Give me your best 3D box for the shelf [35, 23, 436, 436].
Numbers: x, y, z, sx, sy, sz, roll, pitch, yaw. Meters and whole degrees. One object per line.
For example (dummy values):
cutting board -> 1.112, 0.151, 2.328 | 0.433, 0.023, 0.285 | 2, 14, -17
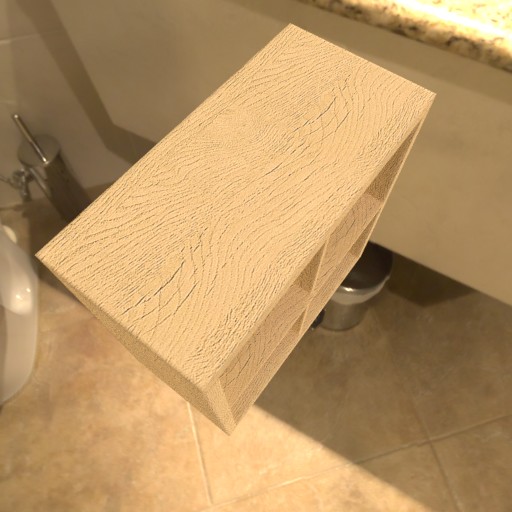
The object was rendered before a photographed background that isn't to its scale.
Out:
shelf -> 0.000, 0.000, 1.229 | 0.390, 0.786, 0.790 | 34, 68, 16
